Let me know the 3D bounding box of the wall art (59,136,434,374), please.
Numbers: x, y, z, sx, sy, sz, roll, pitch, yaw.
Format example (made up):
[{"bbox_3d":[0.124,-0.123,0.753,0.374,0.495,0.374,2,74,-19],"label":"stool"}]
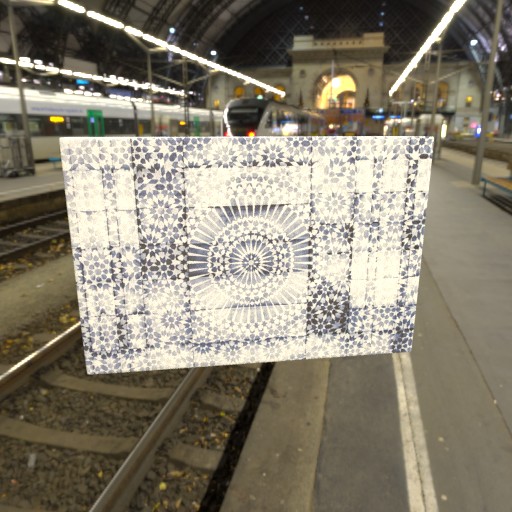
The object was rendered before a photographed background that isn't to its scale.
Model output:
[{"bbox_3d":[0.000,0.000,0.783,0.608,0.406,0.030,-2,16,-8],"label":"wall art"}]
